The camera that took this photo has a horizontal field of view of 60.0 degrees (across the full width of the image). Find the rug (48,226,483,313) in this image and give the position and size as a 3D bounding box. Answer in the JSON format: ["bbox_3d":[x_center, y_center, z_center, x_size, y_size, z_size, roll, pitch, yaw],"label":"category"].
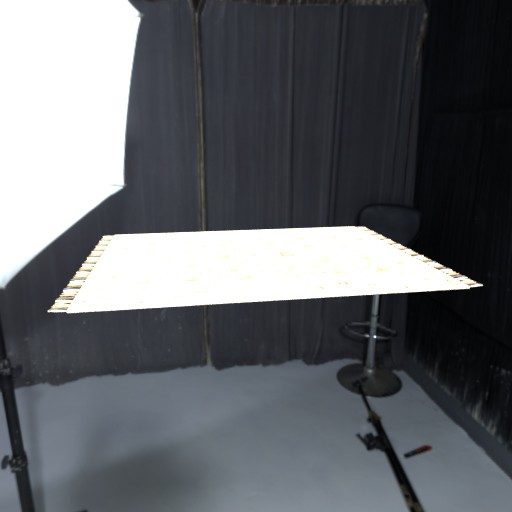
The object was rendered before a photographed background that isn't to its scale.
[{"bbox_3d":[0.000,0.000,2.317,1.726,0.009,1.278,-3,15,-9],"label":"rug"}]
